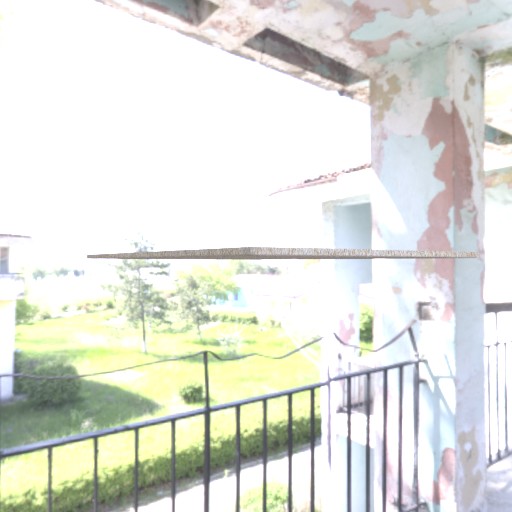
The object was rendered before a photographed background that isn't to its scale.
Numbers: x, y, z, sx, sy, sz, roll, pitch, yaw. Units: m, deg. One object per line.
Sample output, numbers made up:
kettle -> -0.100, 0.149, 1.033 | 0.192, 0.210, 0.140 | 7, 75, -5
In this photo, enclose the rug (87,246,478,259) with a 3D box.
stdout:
rug -> 0.000, 0.000, 2.184 | 1.199, 0.025, 1.600 | 1, -1, -36
